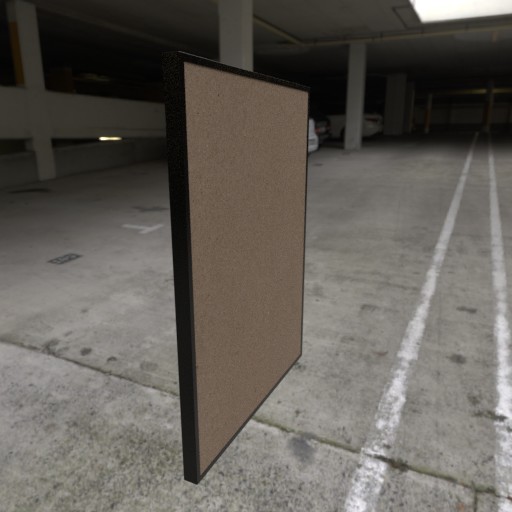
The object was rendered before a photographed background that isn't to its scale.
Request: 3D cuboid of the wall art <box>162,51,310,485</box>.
[{"bbox_3d":[0.000,0.000,1.373,0.043,1.046,0.788,7,17,25],"label":"wall art"}]
